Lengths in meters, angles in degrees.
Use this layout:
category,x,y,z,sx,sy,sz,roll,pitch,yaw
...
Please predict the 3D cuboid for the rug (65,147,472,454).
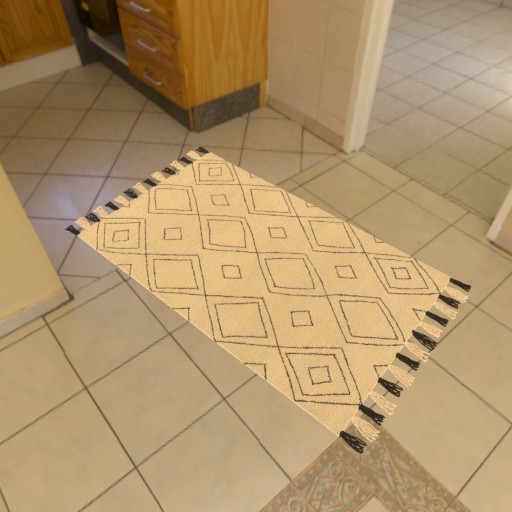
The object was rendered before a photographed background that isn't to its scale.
category,x,y,z,sx,sy,sz,roll,pitch,yaw
rug,0.000,0.000,3.333,2.755,0.021,1.524,32,55,26
